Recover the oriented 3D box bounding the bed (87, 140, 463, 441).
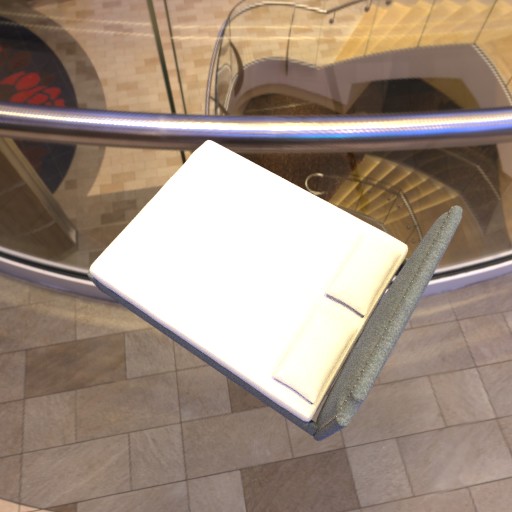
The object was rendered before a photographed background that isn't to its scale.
[{"bbox_3d":[0.000,0.000,3.555,2.372,1.443,1.712,31,67,14],"label":"bed"}]
